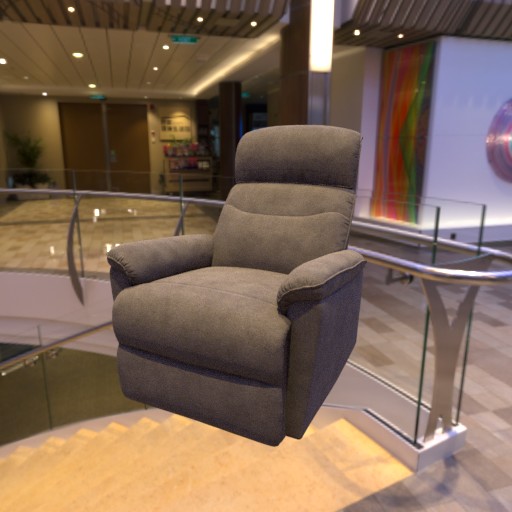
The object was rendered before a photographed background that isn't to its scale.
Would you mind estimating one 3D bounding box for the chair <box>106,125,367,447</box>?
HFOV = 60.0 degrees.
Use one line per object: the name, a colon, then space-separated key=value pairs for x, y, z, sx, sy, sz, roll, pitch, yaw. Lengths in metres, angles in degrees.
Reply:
chair: x=0.000 y=0.000 z=1.777 sx=0.830 sy=1.036 sz=1.009 roll=7 pitch=16 yaw=26
